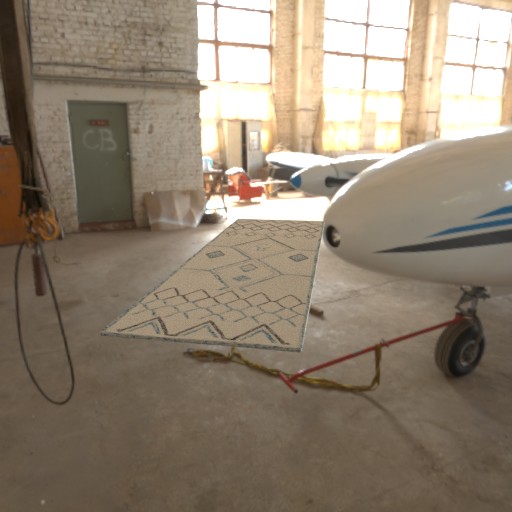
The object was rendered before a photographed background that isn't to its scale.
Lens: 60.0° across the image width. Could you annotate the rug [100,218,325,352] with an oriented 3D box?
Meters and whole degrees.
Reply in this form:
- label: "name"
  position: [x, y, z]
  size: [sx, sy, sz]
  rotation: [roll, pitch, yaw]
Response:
- label: "rug"
  position: [0.000, 0.000, 2.771]
  size: [0.770, 0.013, 2.434]
  rotation: [3, 15, 10]
